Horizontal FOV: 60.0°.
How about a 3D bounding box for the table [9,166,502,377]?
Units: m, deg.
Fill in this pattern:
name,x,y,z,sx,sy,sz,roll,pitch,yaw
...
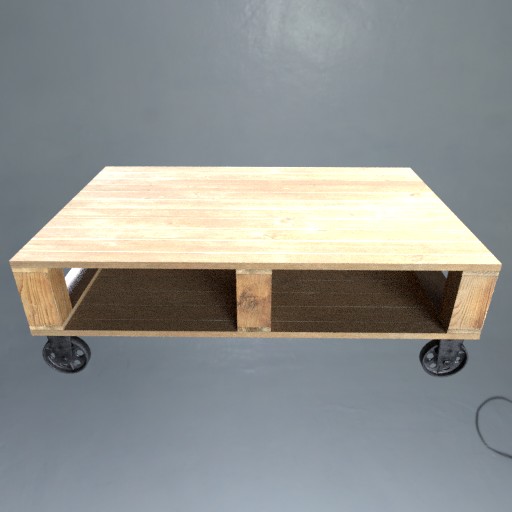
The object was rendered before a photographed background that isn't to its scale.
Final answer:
name,x,y,z,sx,sy,sz,roll,pitch,yaw
table,0.000,0.000,1.629,1.299,0.413,0.827,0,29,1
